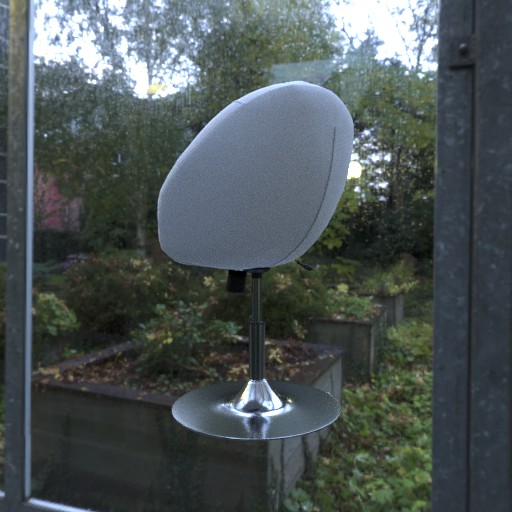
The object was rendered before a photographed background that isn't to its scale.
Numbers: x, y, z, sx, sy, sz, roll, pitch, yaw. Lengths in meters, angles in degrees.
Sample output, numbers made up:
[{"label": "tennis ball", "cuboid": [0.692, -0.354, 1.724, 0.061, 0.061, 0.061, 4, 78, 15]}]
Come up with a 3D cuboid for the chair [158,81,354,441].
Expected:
[{"label": "chair", "cuboid": [0.000, 0.000, 1.862, 0.736, 1.261, 0.940, 0, 1, 36]}]
